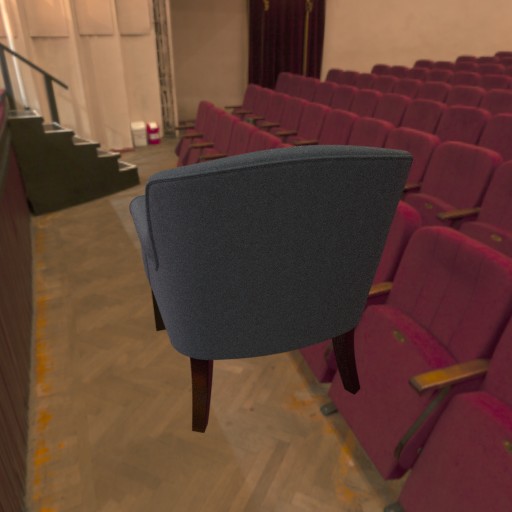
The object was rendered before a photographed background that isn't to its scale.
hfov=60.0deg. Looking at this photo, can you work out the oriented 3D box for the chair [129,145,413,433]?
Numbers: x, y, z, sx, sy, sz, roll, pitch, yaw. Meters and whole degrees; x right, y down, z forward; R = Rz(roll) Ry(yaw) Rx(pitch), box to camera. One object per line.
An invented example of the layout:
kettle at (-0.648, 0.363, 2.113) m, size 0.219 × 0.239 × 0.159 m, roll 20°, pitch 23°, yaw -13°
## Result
chair at (0.000, 0.000, 1.496) m, size 0.770 × 0.878 × 0.754 m, roll -8°, pitch 28°, yaw -16°
